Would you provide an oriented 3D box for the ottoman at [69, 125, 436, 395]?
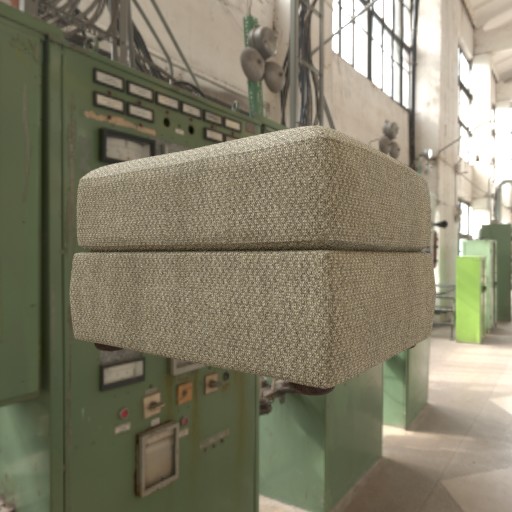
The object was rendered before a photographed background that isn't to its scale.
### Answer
[{"bbox_3d":[0.000,0.000,1.128,0.751,0.476,0.603,0,0,37],"label":"ottoman"}]
